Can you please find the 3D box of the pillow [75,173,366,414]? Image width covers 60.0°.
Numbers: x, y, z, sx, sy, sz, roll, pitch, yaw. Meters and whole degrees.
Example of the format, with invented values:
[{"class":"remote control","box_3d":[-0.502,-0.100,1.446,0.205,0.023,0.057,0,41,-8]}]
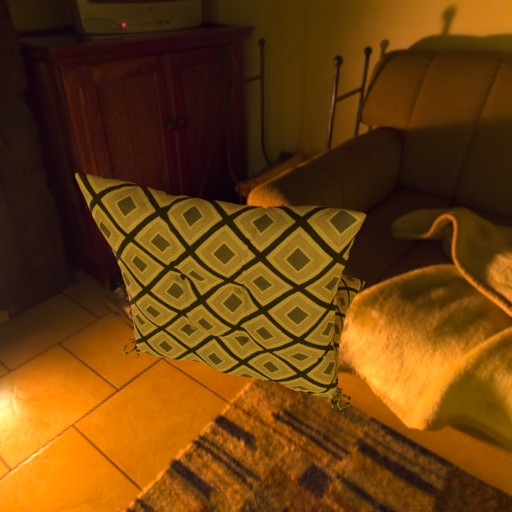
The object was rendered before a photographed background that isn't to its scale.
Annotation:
[{"class":"pillow","box_3d":[0.000,0.000,1.047,0.541,0.536,0.585,10,33,15]}]
